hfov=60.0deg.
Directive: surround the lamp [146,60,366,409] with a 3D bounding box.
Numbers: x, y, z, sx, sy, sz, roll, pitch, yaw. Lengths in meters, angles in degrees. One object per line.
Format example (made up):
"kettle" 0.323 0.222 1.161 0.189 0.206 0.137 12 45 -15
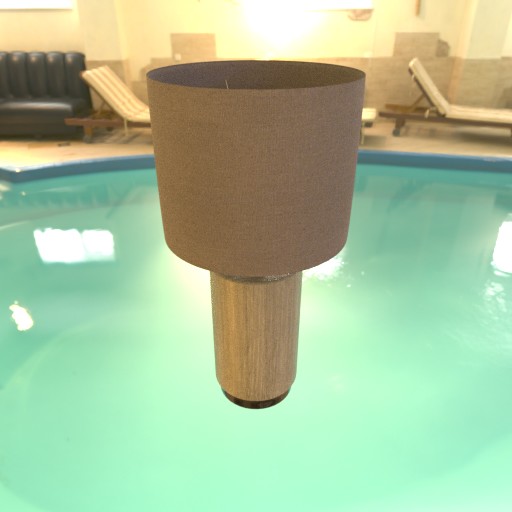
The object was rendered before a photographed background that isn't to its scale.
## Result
"lamp" 0.000 0.000 0.575 0.228 0.444 0.228 -10 31 -18
